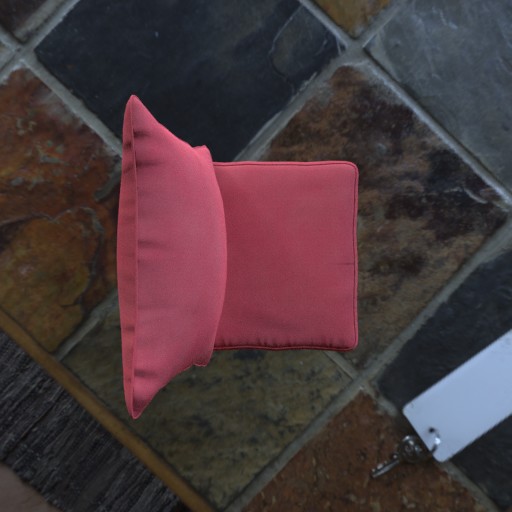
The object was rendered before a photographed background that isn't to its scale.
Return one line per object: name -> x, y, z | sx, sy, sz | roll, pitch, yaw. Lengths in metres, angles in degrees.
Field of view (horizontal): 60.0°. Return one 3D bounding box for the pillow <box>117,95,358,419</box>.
pillow -> 0.000, 0.000, 1.381 | 0.733, 0.725, 0.798 | 0, 90, 1
